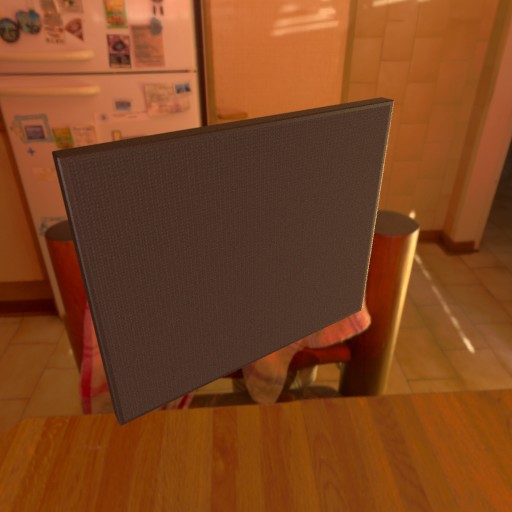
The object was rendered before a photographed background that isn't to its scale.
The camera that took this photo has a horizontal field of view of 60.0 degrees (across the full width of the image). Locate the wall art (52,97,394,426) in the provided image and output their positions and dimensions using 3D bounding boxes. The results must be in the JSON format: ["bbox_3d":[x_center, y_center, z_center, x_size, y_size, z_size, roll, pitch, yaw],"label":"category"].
[{"bbox_3d":[0.000,0.000,0.761,0.559,0.458,0.029,-19,36,-29],"label":"wall art"}]
